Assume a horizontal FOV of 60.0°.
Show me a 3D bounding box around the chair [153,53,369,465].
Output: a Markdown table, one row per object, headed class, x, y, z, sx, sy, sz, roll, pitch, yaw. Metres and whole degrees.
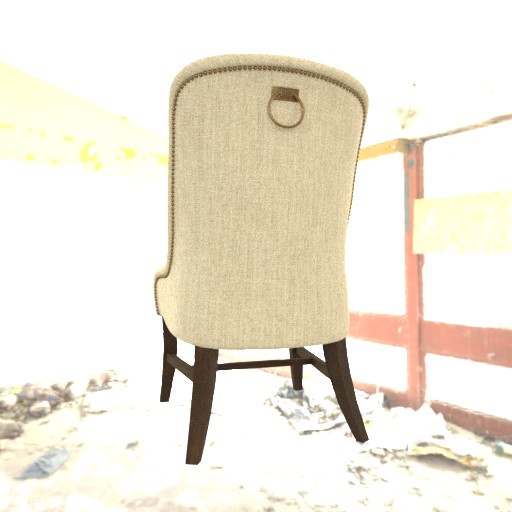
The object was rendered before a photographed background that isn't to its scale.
| class | x | y | z | sx | sy | sz | roll | pitch | yaw |
| --- | --- | --- | --- | --- | --- | --- | --- | --- | --- |
| chair | 0.000 | 0.000 | 1.479 | 0.634 | 1.091 | 0.629 | 0 | -1 | -17 |
